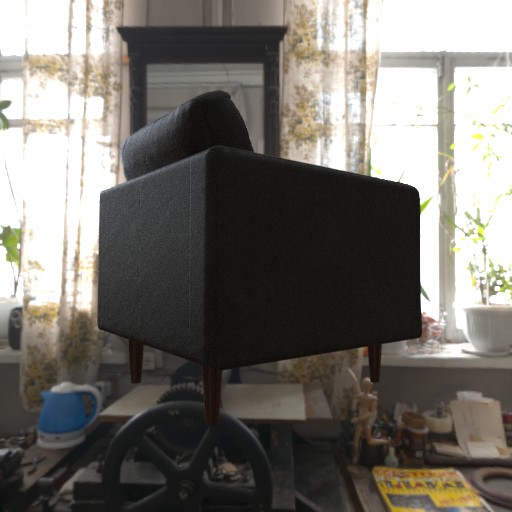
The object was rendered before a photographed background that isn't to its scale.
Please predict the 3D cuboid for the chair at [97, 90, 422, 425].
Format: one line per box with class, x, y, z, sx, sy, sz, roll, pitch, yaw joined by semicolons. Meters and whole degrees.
chair;0.000;0.000;1.590;0.879;0.898;0.831;1;-2;-38
